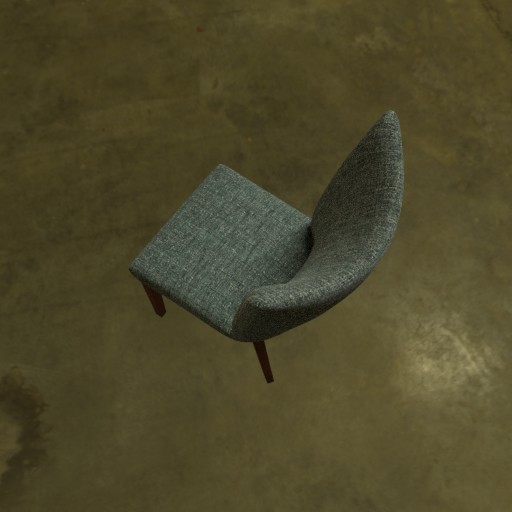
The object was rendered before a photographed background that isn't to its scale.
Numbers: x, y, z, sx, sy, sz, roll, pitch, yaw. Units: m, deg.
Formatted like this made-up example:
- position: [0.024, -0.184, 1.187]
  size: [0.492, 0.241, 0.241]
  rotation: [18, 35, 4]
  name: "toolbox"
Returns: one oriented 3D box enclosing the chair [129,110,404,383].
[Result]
- position: [0.000, 0.000, 1.300]
  size: [0.623, 0.924, 0.535]
  rotation: [31, 68, 14]
  name: "chair"
